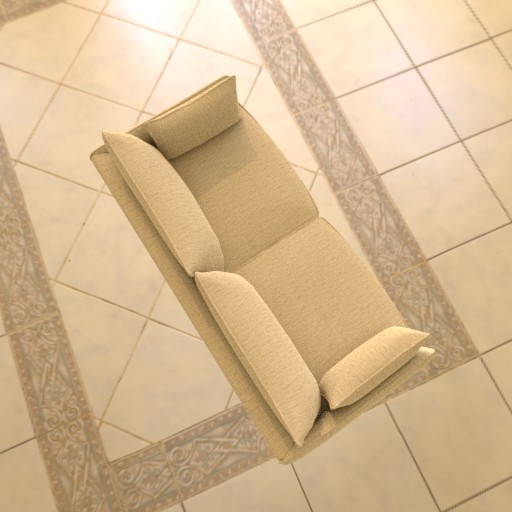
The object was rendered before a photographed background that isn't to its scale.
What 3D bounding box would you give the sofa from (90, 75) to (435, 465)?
[{"bbox_3d":[0.000,0.000,2.523,0.991,0.860,1.989,-33,78,-8],"label":"sofa"}]
